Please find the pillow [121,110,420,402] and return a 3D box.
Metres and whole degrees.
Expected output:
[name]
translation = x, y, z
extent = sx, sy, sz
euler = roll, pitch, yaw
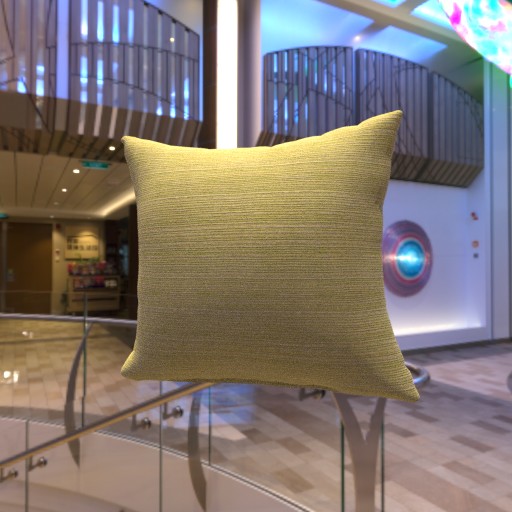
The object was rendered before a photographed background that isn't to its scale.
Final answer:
[pillow]
translation = 0.000, 0.000, 0.809
extent = 0.560, 0.487, 0.229
euler = 0, -1, 16
